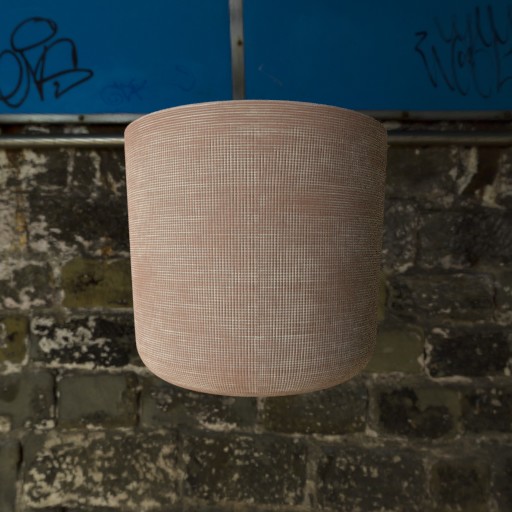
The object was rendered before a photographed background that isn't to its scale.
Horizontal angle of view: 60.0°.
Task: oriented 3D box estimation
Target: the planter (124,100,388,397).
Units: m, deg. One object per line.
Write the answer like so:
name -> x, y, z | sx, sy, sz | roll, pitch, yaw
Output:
planter -> 0.000, 0.000, 0.776 | 0.440, 0.398, 0.440 | 0, 1, 0
